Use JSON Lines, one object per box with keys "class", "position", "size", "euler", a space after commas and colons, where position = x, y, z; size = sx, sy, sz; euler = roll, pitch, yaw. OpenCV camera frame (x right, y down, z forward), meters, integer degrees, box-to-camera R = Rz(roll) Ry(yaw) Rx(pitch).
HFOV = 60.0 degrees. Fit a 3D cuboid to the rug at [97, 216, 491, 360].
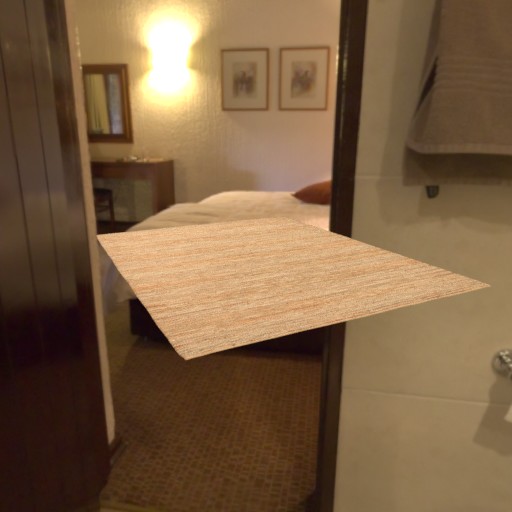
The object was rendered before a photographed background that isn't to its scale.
{"class": "rug", "position": [0.000, 0.000, 3.899], "size": [2.313, 0.009, 2.939], "euler": [-8, 18, -26]}
